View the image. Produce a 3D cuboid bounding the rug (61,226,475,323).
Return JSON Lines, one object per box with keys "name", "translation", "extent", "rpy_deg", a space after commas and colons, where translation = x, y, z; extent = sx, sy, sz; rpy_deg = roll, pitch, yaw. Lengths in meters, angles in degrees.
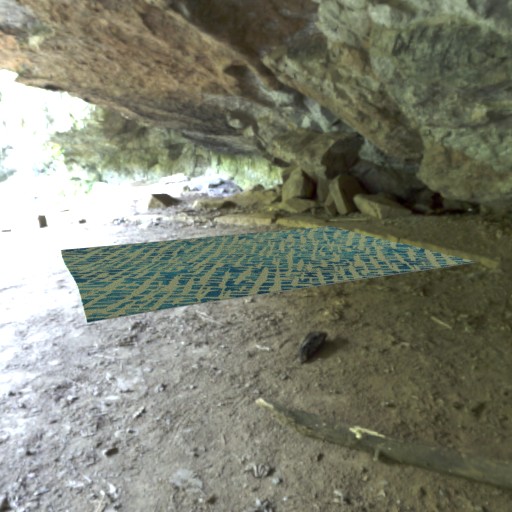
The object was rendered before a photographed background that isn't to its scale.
{"name": "rug", "translation": [0.000, 0.000, 2.330], "extent": [1.830, 0.011, 1.209], "rpy_deg": [-6, 15, -26]}
